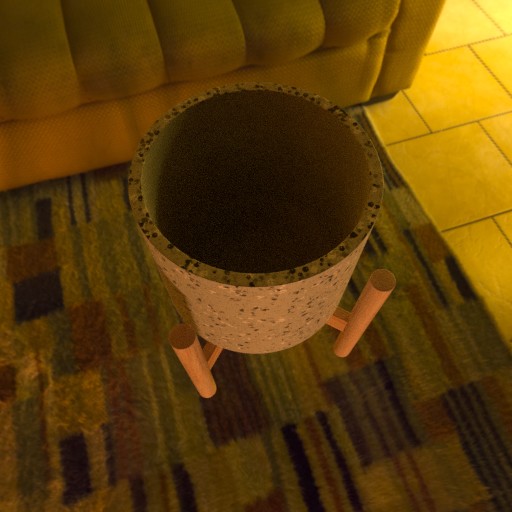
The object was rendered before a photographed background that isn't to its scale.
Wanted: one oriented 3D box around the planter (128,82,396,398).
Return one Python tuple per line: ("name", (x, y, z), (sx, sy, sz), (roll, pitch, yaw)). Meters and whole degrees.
("planter", (0.000, 0.000, 0.530), (0.284, 0.320, 0.284), (-36, 68, -17))
